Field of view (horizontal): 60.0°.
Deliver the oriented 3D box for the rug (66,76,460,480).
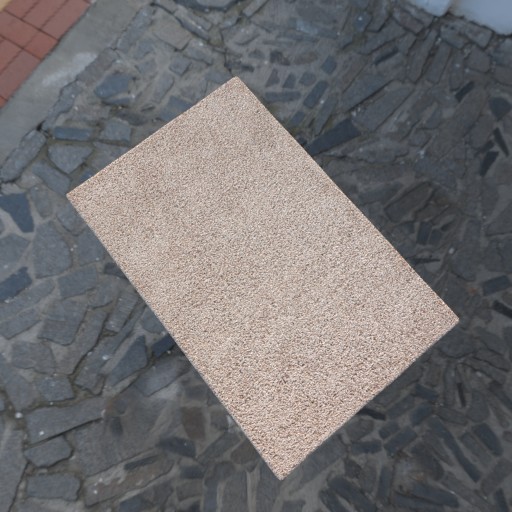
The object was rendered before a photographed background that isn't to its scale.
[{"bbox_3d":[0.000,0.000,3.487,1.778,0.030,2.743,-38,79,-9],"label":"rug"}]
